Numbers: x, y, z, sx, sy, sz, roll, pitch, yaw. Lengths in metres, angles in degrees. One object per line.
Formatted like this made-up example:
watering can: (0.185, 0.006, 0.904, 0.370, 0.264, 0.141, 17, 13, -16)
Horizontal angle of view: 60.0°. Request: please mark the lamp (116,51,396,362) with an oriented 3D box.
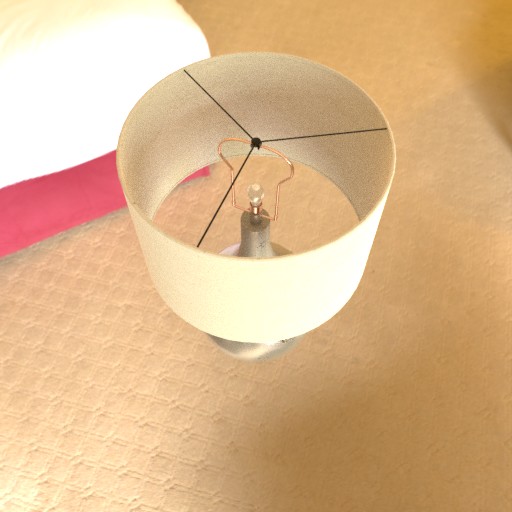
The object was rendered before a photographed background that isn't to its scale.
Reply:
lamp: (0.000, 0.000, 0.717, 0.330, 0.521, 0.330, 0, 60, 0)
